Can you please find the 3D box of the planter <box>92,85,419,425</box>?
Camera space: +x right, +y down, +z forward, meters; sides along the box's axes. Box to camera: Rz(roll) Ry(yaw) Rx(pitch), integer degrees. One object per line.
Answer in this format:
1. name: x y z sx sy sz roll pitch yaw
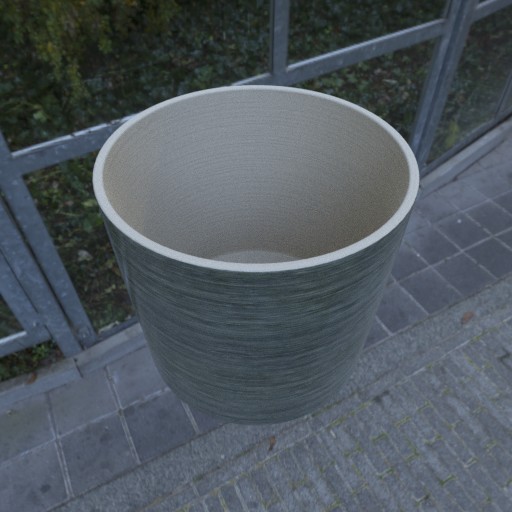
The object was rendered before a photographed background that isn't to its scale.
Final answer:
1. planter: 0.000 0.000 0.381 0.221 0.201 0.221 0 45 0
